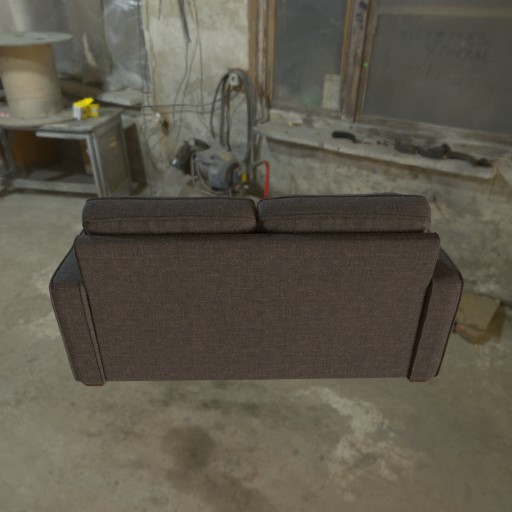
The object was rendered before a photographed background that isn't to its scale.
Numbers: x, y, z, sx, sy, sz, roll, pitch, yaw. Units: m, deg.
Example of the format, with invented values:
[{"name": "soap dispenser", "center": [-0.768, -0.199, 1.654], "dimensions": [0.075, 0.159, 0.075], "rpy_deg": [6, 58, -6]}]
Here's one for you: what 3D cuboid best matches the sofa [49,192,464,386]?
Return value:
[{"name": "sofa", "center": [0.000, 0.000, 2.244], "dimensions": [1.709, 0.918, 0.947], "rpy_deg": [-1, 31, -1]}]
